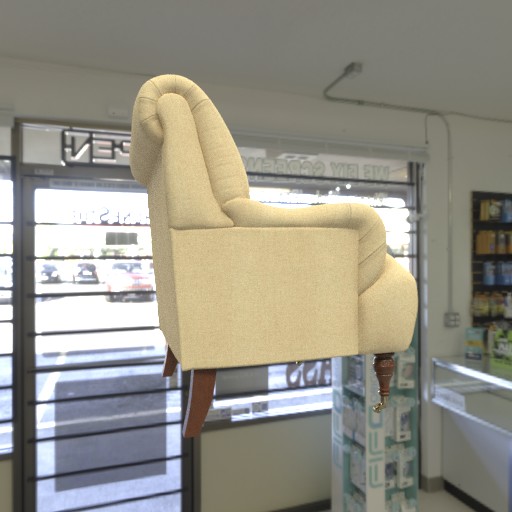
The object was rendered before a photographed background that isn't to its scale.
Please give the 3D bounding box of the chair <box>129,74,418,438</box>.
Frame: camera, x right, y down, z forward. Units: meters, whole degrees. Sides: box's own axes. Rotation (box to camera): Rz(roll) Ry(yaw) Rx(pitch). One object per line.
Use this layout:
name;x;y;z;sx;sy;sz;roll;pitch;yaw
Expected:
chair;0.000;0.000;1.542;0.842;0.944;0.766;0;0;-17
